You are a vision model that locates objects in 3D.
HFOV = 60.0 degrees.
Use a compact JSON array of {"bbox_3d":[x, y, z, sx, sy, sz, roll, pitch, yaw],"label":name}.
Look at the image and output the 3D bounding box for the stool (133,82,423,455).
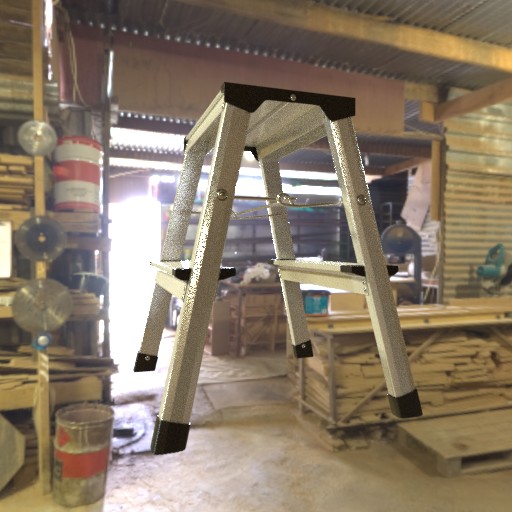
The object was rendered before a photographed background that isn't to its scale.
[{"bbox_3d":[0.000,0.000,0.793,0.405,0.480,0.404,0,1,-19],"label":"stool"}]
